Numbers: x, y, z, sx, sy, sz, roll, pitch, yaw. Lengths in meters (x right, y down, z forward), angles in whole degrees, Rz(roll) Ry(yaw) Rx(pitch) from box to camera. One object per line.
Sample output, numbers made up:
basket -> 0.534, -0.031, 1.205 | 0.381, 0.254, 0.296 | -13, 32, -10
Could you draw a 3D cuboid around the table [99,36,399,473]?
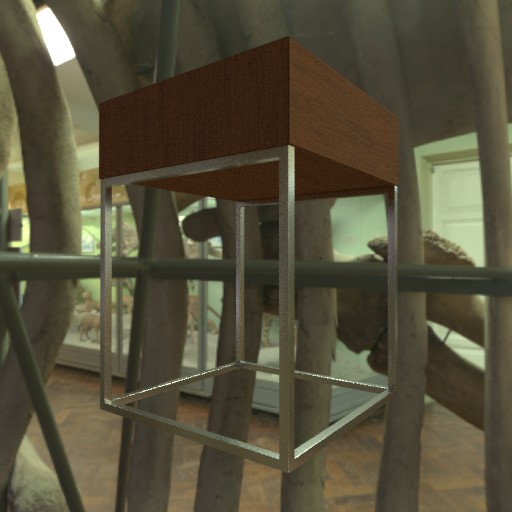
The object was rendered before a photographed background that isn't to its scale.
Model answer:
table -> 0.000, 0.000, 0.823 | 0.398, 0.540, 0.397 | 0, -1, 37
